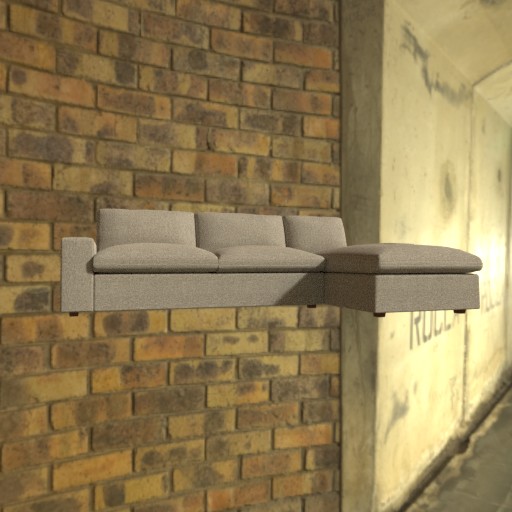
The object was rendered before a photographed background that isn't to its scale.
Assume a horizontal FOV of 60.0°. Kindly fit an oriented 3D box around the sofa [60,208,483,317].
[{"bbox_3d":[0.000,0.000,3.381,2.718,0.813,1.689,0,-1,-19],"label":"sofa"}]
